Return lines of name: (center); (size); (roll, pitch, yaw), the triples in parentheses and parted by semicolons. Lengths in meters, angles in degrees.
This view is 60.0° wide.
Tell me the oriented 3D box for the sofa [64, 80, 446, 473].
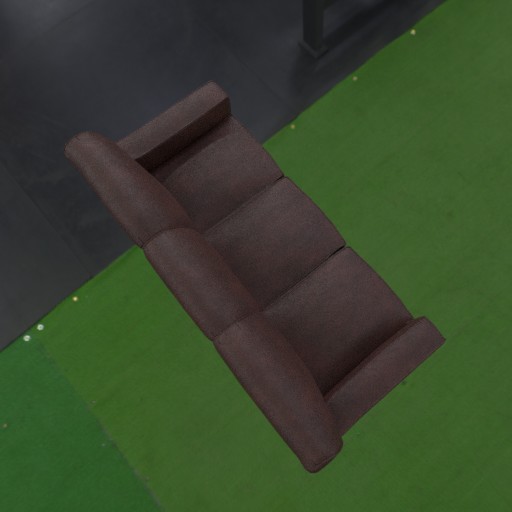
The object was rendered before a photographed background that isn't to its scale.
sofa: (0.000, 0.000, 2.568); (1.008, 0.953, 2.039); (-38, 78, -9)
